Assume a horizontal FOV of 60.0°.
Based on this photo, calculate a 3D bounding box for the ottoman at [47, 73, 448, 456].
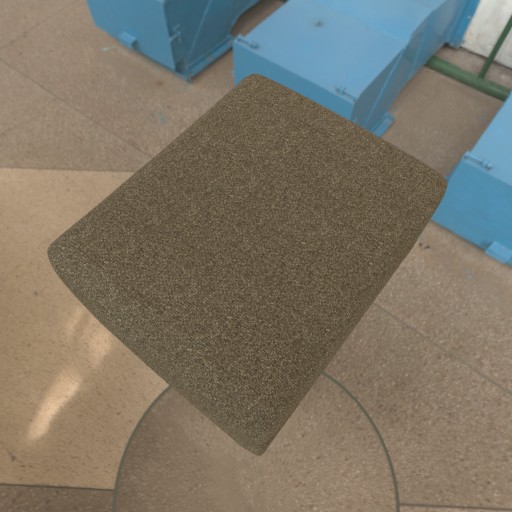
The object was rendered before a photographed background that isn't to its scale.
[{"bbox_3d":[0.000,0.000,1.123,0.598,0.476,0.742,35,67,17],"label":"ottoman"}]
